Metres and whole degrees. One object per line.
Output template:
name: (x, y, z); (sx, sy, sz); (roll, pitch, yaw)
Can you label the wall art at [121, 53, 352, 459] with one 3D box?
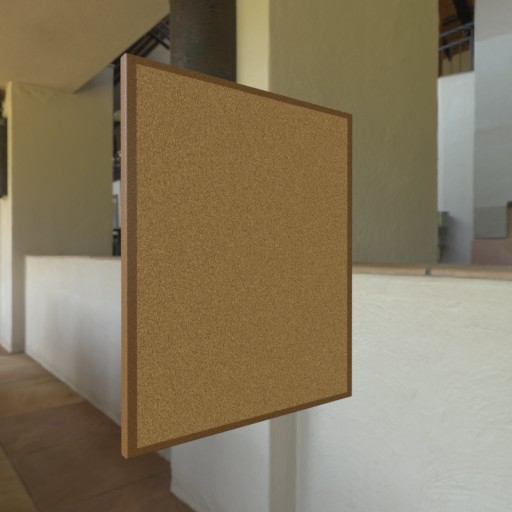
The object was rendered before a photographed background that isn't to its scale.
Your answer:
wall art: (0.000, 0.000, 0.738); (0.449, 0.550, 0.021); (0, 0, -36)
